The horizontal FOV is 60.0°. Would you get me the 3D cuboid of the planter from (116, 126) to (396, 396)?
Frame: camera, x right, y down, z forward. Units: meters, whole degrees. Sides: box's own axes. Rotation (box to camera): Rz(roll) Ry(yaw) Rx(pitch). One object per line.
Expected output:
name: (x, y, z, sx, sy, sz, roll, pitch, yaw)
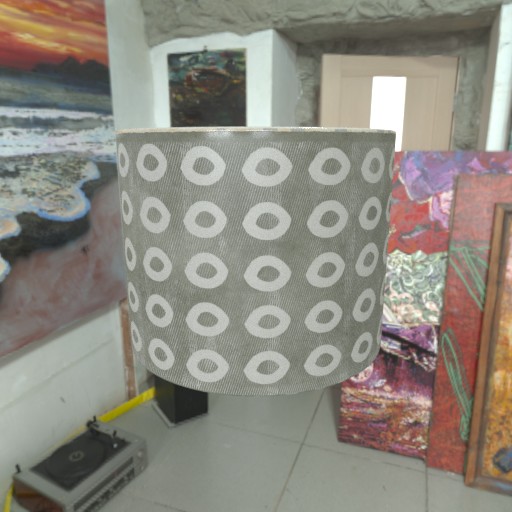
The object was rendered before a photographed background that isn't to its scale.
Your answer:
planter: (0.000, 0.000, 0.442, 0.250, 0.239, 0.250, 0, 14, 0)
